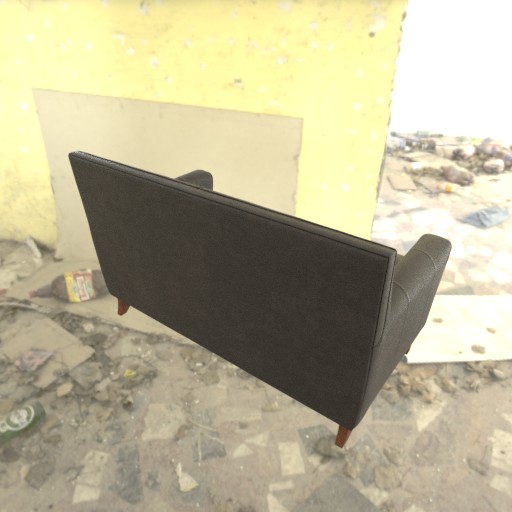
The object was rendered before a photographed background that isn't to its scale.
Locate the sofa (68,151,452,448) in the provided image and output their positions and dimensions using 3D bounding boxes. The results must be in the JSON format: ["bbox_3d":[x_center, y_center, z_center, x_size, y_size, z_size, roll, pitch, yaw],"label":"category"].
[{"bbox_3d":[0.000,0.000,2.012,1.473,0.871,0.787,21,36,32],"label":"sofa"}]
